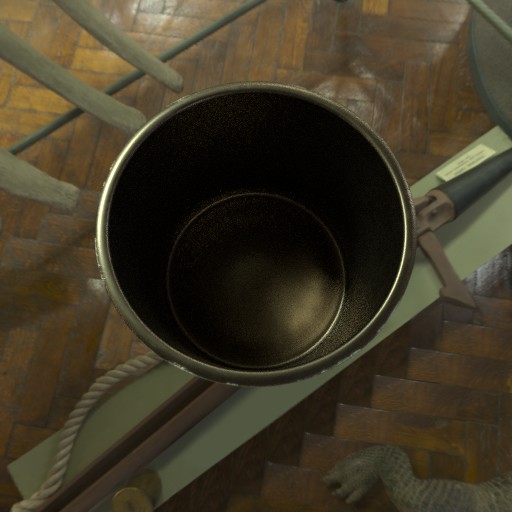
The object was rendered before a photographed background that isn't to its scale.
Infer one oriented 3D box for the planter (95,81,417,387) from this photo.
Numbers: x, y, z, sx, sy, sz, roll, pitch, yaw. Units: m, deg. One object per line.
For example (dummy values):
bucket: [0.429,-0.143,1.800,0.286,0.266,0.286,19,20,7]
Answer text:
planter: [0.000,0.000,0.447,0.254,0.221,0.254,0,75,0]
